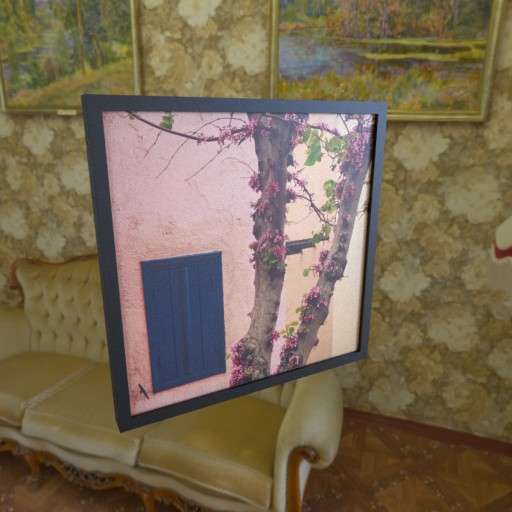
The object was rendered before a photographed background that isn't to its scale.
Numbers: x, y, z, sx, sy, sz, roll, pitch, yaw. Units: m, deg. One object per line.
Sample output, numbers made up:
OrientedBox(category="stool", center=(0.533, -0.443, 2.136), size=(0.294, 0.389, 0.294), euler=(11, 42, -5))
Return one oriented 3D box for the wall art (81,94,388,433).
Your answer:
OrientedBox(category="wall art", center=(0.000, 0.000, 0.761), size=(0.508, 0.508, 0.038), euler=(-9, 19, -26))
